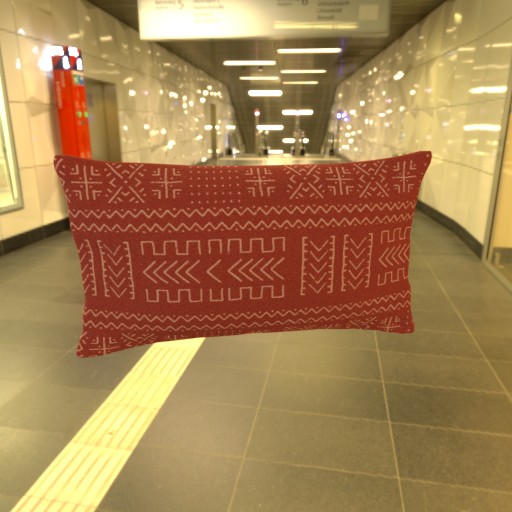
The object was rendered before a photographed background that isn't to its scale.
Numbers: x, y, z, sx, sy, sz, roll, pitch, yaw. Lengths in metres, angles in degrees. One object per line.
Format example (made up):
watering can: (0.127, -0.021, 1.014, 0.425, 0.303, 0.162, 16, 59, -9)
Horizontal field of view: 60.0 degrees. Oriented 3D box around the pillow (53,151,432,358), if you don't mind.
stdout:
pillow: (0.000, 0.000, 0.774, 0.640, 0.352, 0.130, -3, 17, -9)
